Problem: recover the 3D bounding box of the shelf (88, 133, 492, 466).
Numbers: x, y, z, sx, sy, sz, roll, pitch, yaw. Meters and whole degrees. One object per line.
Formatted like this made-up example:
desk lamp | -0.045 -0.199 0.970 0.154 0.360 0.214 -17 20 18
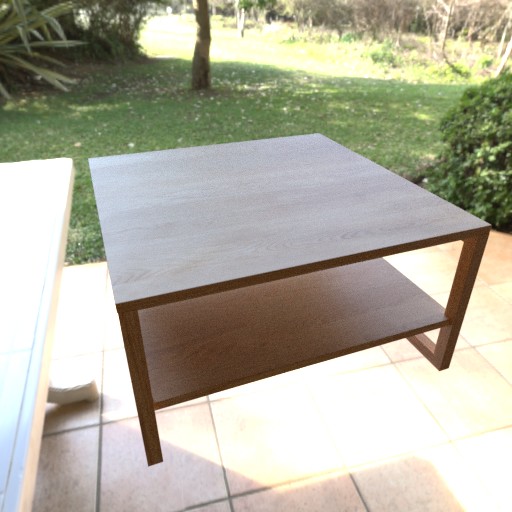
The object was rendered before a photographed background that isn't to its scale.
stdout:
shelf | 0.000 0.000 1.433 0.899 0.480 0.899 -11 32 -18
